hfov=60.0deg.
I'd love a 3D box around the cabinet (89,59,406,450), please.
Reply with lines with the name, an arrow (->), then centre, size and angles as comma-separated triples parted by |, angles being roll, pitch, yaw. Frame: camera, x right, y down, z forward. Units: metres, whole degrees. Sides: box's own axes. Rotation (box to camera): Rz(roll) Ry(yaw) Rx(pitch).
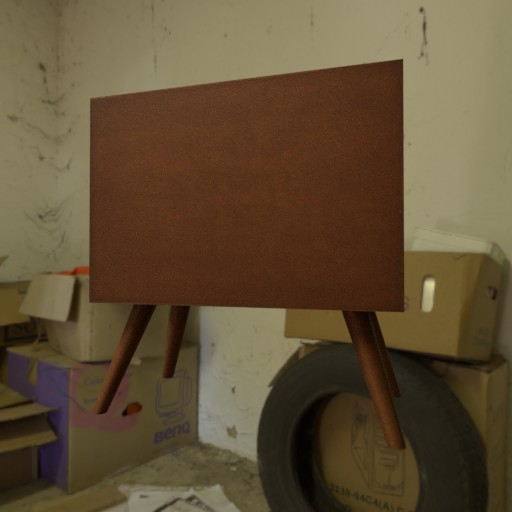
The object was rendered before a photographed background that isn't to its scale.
cabinet -> 0.000, 0.000, 1.132 | 0.712, 0.748, 0.388 | 0, -1, 17
